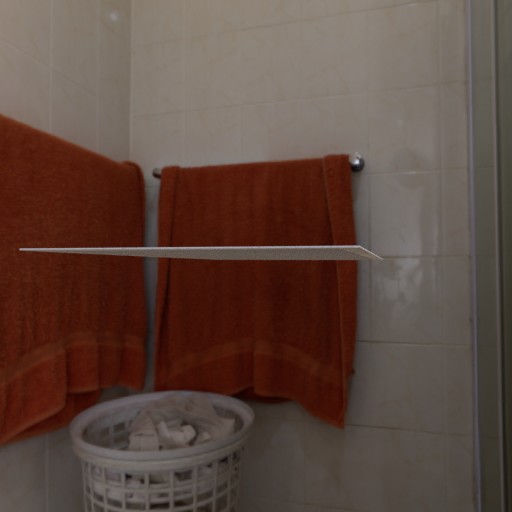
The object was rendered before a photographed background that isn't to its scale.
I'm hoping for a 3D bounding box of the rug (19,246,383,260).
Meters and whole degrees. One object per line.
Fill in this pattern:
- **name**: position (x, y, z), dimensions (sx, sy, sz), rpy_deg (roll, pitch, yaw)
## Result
- **rug**: position (0.000, 0.000, 2.170), dimensions (1.141, 0.015, 1.749), rpy_deg (-1, -2, 18)
